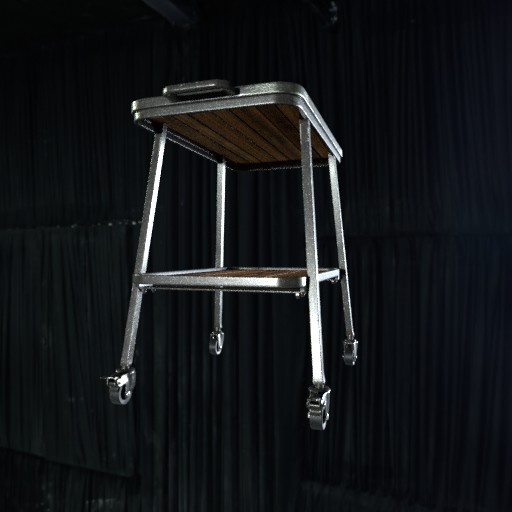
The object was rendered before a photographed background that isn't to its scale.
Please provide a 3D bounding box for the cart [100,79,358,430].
[{"bbox_3d":[0.000,0.000,1.262,0.515,0.700,0.806,0,0,19],"label":"cart"}]
